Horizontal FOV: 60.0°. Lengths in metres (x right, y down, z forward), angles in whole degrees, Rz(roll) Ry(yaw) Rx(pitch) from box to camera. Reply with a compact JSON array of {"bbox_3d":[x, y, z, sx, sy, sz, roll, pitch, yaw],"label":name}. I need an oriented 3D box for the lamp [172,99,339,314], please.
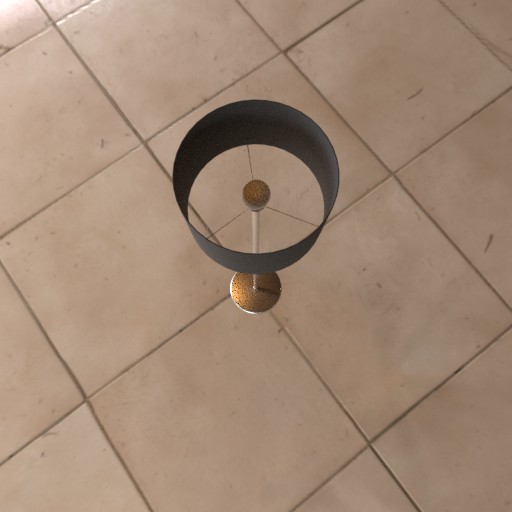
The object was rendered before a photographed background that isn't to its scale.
[{"bbox_3d":[0.000,0.000,1.623,0.348,1.443,0.348,-37,79,-8],"label":"lamp"}]
